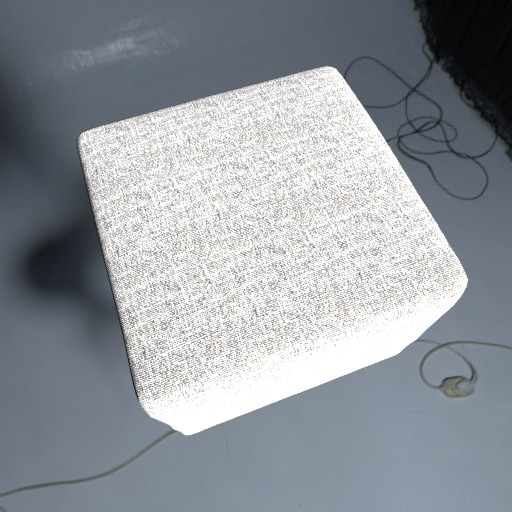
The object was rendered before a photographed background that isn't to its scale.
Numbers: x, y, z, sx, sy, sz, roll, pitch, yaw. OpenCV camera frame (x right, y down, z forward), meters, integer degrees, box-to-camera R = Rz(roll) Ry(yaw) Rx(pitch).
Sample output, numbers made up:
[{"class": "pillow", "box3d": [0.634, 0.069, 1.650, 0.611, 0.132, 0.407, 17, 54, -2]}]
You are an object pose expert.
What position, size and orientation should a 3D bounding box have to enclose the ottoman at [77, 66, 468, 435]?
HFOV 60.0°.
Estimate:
[{"class": "ottoman", "box3d": [0.000, 0.000, 0.891, 0.521, 0.453, 0.512, -18, 65, -9]}]
